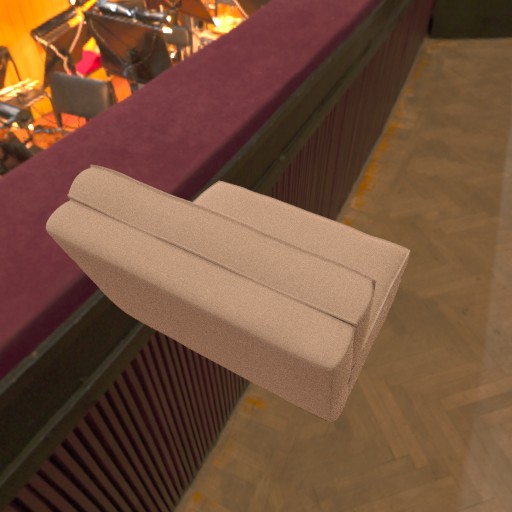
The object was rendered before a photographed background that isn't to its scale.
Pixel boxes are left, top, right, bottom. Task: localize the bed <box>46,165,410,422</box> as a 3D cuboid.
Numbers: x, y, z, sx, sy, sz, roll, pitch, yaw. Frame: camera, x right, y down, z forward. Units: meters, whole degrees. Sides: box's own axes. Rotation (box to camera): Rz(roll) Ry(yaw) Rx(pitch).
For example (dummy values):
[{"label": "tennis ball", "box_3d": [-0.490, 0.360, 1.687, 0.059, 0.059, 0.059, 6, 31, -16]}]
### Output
[{"label": "bed", "box_3d": [0.000, 0.000, 1.331, 0.799, 0.614, 0.749, 23, 50, 20]}]
